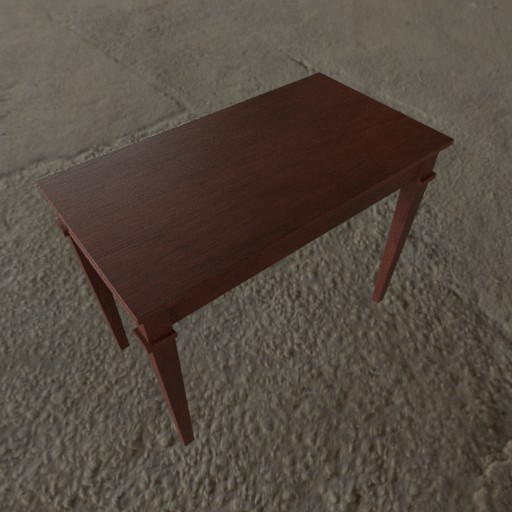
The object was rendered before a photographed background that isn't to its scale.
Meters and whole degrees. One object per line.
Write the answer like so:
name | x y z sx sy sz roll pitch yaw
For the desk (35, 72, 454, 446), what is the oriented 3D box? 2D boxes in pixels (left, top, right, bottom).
desk | 0.000 0.000 1.466 1.001 0.762 0.549 -30 54 -25
